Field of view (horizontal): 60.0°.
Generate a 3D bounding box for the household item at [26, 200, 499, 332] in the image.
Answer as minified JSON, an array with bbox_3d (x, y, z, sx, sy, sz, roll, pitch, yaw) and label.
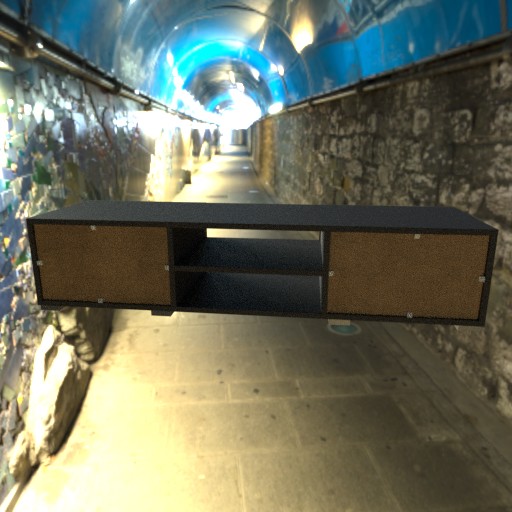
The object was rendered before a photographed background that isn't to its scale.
[{"bbox_3d":[0.000,0.000,1.546,1.400,0.310,0.420,2,15,7],"label":"household item"}]
